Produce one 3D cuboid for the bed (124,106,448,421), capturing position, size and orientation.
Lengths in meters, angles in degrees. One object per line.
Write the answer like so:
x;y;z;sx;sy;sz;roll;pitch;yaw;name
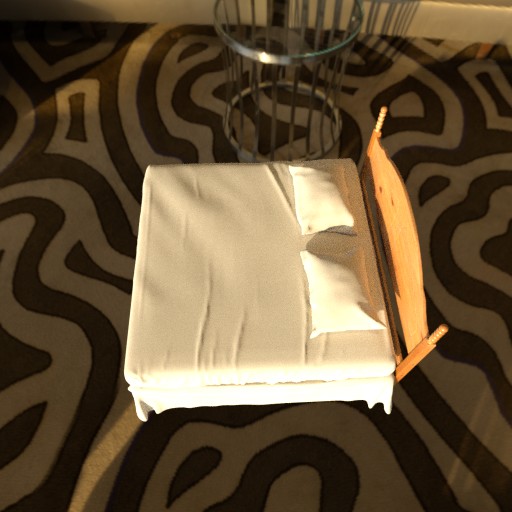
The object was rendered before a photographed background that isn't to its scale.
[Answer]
0.000;0.000;3.623;2.219;1.355;2.322;-2;60;-1;bed
